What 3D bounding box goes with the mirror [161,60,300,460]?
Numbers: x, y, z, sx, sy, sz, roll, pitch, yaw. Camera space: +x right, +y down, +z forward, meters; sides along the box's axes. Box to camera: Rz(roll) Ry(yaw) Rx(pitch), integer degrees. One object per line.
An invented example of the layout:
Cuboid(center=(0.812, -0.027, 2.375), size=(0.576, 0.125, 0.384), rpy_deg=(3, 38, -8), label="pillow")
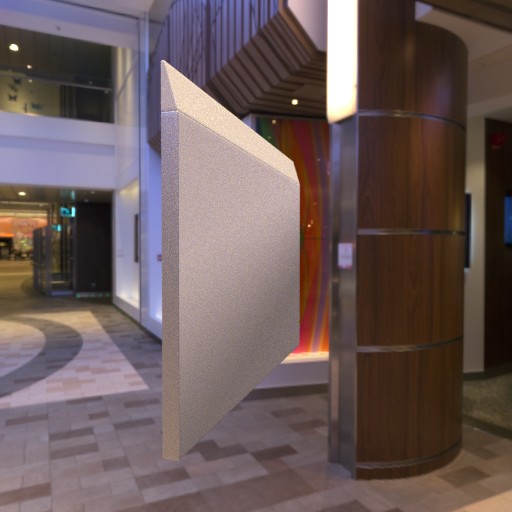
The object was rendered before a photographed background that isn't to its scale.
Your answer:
Cuboid(center=(0.000, 0.000, 1.111), size=(0.030, 0.630, 0.870), rpy_deg=(0, 1, 18), label="mirror")
